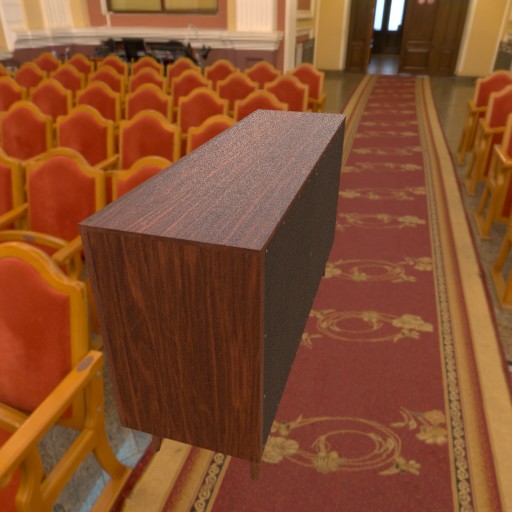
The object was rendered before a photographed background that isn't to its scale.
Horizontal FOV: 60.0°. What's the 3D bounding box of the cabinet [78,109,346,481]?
[{"bbox_3d":[0.000,0.000,1.948,0.505,0.940,1.575,8,30,15],"label":"cabinet"}]
